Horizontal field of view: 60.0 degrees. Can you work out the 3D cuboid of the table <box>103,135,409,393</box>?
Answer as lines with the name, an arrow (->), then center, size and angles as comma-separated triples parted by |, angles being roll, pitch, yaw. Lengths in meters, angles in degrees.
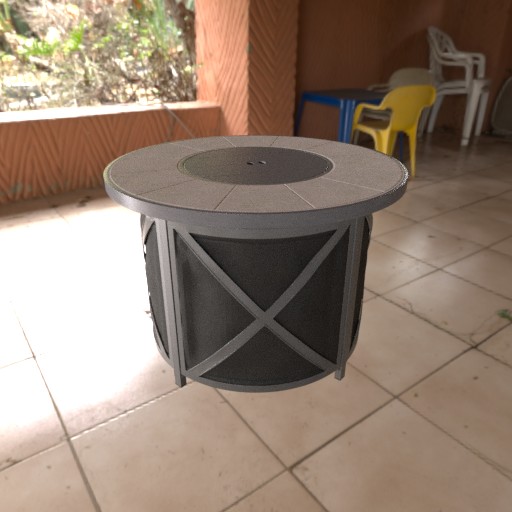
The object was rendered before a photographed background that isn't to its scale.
table -> 0.000, 0.000, 1.532 | 0.914, 0.650, 0.914 | 0, 26, 0
